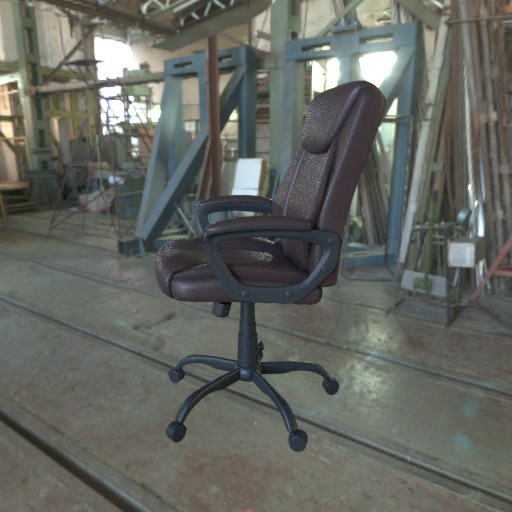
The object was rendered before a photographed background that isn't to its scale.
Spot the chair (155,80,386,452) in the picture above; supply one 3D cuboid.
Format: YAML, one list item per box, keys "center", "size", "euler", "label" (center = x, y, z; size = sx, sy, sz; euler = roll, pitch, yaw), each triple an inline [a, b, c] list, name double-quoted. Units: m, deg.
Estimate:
- center: [0.000, 0.000, 1.475]
  size: [0.655, 1.072, 0.615]
  euler: [-2, 14, -9]
  label: "chair"
